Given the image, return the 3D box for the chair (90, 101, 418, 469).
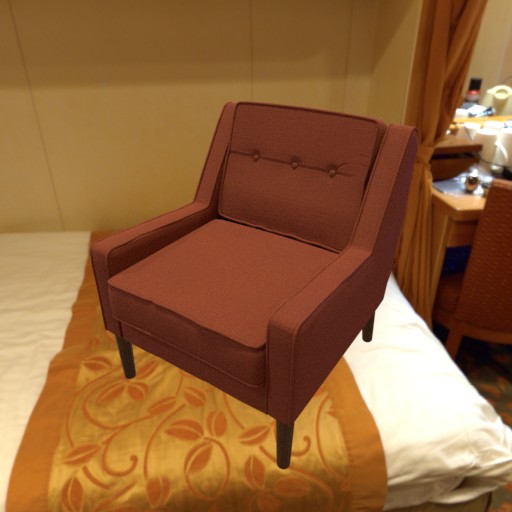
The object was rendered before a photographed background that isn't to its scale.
[{"bbox_3d":[0.000,0.000,1.376,0.680,0.812,0.770,18,35,29],"label":"chair"}]
